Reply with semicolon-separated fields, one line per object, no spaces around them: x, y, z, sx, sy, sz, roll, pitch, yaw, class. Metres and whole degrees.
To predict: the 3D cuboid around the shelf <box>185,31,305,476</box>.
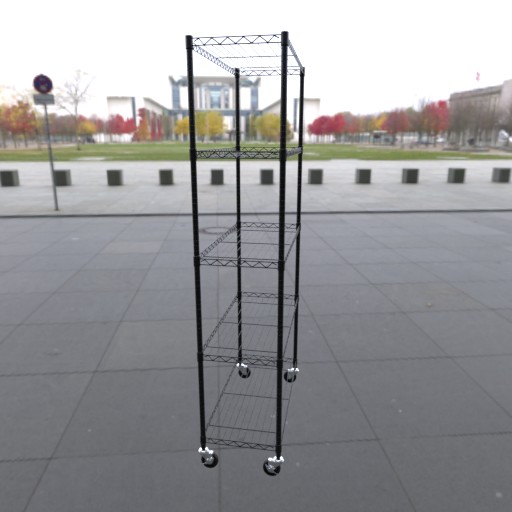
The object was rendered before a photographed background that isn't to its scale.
0.000;0.000;1.958;0.356;1.645;0.762;3;15;10;shelf
